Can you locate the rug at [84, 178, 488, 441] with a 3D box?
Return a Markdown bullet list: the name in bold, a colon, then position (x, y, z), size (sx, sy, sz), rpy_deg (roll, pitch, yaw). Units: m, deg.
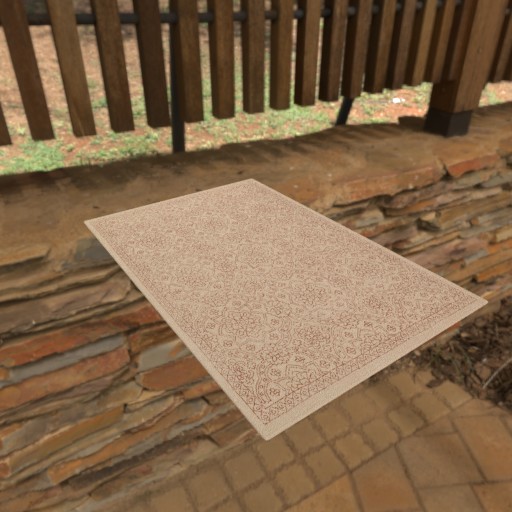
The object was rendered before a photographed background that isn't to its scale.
- **rug**: position (0.000, 0.000, 2.290), size (1.219, 0.010, 1.829), rpy_deg (-20, 36, -30)
